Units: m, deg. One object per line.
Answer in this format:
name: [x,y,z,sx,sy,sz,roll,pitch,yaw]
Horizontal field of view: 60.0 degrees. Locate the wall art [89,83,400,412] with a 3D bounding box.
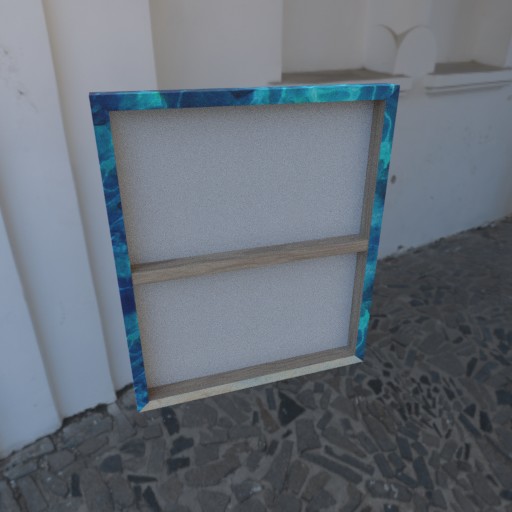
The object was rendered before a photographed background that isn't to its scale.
wall art: [0.000,0.000,0.715,0.432,0.508,0.038,-8,27,-16]
